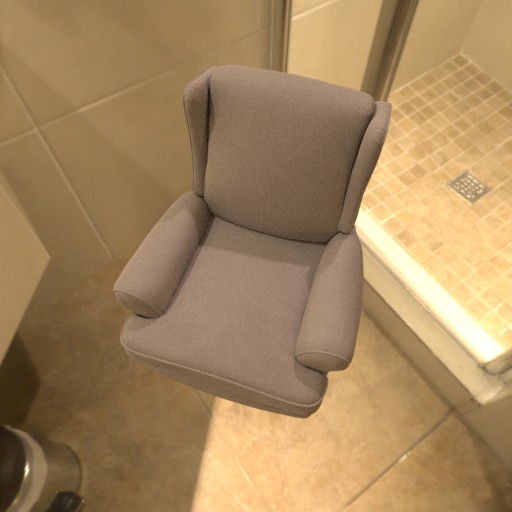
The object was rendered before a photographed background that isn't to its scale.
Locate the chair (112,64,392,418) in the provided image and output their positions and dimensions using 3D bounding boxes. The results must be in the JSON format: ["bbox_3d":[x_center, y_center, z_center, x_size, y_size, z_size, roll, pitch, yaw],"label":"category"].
[{"bbox_3d":[0.000,0.000,1.685,0.847,1.011,0.969,15,61,9],"label":"chair"}]
